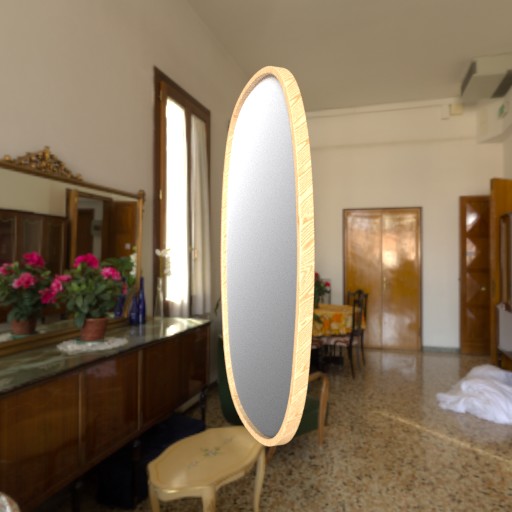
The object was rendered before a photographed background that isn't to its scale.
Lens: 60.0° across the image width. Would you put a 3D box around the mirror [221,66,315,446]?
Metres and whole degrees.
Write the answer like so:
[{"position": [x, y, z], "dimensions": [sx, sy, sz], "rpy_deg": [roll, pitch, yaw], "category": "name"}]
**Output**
[{"position": [0.000, 0.000, 1.349], "dimensions": [0.037, 1.075, 0.724], "rpy_deg": [0, 0, -19], "category": "mirror"}]
